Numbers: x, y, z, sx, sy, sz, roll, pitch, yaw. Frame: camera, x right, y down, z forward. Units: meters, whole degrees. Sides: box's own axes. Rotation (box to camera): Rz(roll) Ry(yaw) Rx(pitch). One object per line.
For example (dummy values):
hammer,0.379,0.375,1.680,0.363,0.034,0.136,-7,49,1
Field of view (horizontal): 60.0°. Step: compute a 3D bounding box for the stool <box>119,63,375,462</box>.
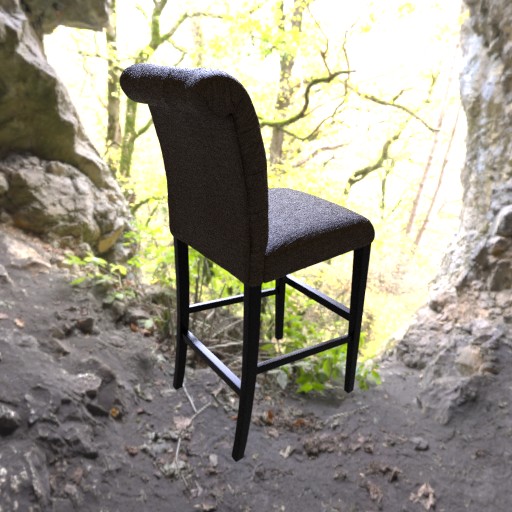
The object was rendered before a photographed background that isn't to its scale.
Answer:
stool,0.000,0.000,1.414,0.613,1.131,0.452,-18,31,-33
